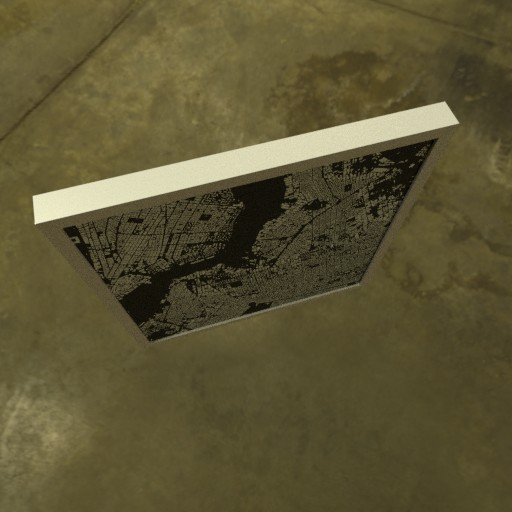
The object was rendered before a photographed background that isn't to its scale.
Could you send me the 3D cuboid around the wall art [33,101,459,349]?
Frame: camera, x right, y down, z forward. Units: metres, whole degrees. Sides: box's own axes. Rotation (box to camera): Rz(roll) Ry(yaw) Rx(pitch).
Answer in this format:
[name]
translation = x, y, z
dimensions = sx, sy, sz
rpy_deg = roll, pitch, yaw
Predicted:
[wall art]
translation = 0.000, 0.000, 0.742
dimensions = 0.506, 0.506, 0.038
rpy_deg = -15, 64, -7
